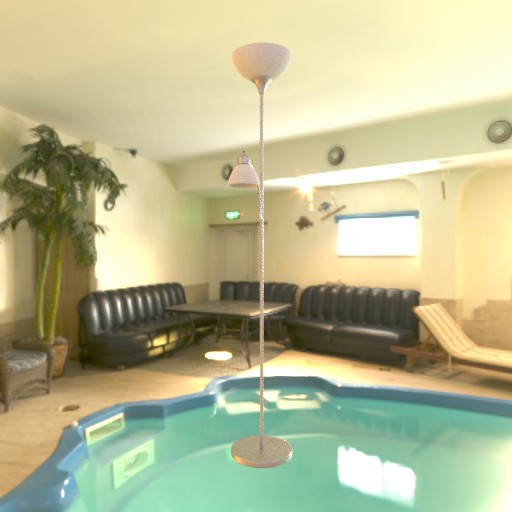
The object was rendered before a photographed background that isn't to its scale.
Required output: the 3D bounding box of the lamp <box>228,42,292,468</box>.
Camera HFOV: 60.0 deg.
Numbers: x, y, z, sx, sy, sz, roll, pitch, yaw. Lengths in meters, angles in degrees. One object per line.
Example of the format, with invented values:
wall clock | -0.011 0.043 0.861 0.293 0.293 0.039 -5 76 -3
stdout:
lamp | 0.000 0.000 1.938 0.279 1.804 0.425 0 0 19
